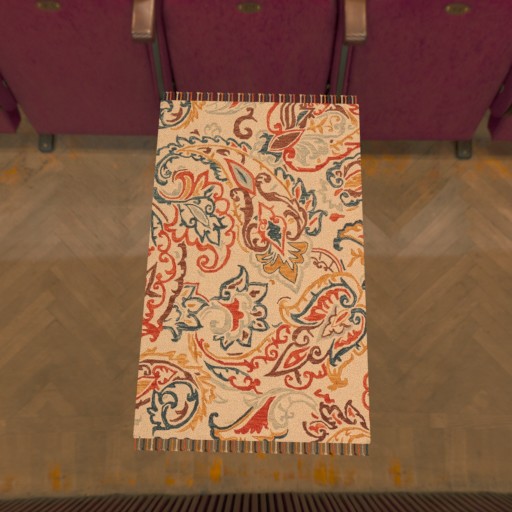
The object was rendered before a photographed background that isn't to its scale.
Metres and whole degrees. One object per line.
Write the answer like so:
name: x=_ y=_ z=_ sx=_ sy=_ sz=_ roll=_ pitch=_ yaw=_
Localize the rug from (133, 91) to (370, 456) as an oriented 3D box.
rug: x=0.000 y=0.000 z=3.129 sx=1.523 sy=0.010 sz=2.584 roll=1 pitch=76 yaw=0
